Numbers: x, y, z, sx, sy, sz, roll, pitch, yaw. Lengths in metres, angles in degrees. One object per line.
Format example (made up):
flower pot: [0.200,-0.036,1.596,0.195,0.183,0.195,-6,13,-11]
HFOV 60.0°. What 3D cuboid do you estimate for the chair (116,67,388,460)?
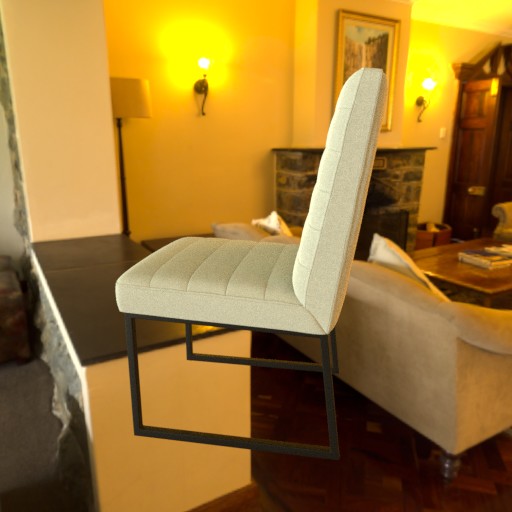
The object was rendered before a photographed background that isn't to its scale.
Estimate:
chair: [0.000,0.000,1.271,0.634,0.930,0.520,3,15,10]
